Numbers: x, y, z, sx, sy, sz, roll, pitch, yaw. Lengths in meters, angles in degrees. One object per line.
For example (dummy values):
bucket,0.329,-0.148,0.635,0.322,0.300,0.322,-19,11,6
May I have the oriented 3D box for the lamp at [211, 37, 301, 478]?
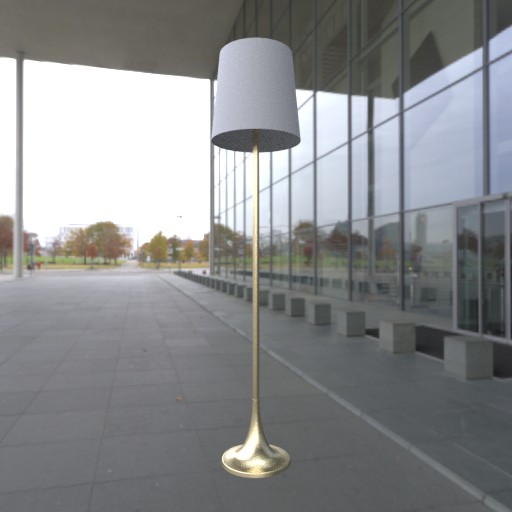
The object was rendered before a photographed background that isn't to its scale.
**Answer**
lamp,0.000,0.000,1.675,0.337,1.543,0.337,0,-1,0
